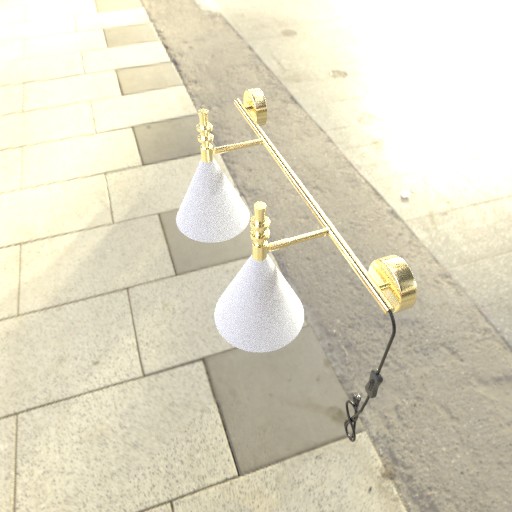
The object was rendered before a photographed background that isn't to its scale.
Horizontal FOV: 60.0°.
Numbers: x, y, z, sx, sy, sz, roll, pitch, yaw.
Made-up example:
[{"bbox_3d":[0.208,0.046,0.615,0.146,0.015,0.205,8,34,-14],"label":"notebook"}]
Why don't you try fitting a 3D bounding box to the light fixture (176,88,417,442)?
[{"bbox_3d":[0.000,0.000,0.858,0.239,0.468,0.642,-16,49,-14],"label":"light fixture"}]
